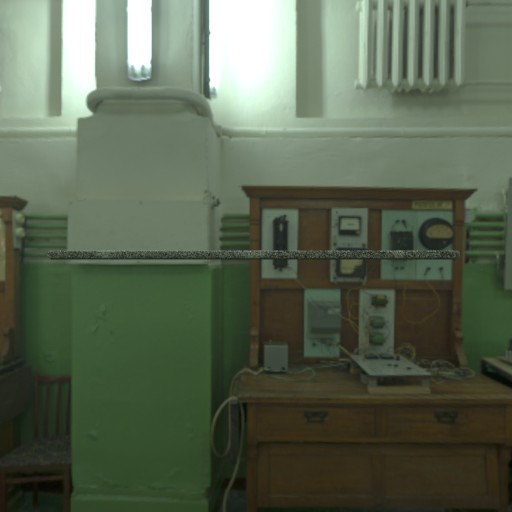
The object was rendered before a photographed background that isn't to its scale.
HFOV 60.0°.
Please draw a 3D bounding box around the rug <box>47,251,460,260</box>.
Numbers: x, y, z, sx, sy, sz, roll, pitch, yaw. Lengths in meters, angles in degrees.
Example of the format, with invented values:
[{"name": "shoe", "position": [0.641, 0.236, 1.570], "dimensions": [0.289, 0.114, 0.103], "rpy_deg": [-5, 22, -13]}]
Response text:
[{"name": "rug", "position": [0.000, 0.000, 2.070], "dimensions": [1.200, 0.025, 1.600], "rpy_deg": [0, 0, 1]}]
